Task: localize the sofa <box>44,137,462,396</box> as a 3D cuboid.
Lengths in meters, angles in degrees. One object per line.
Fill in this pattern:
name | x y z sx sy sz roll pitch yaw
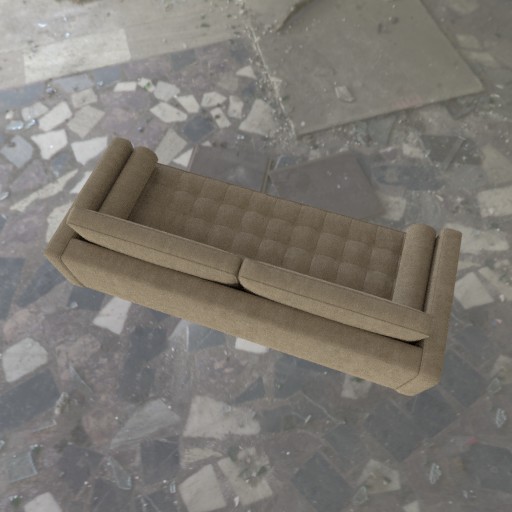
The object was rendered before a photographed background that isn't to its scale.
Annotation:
sofa | 0.000 0.000 2.643 2.200 0.770 0.919 17 65 8
